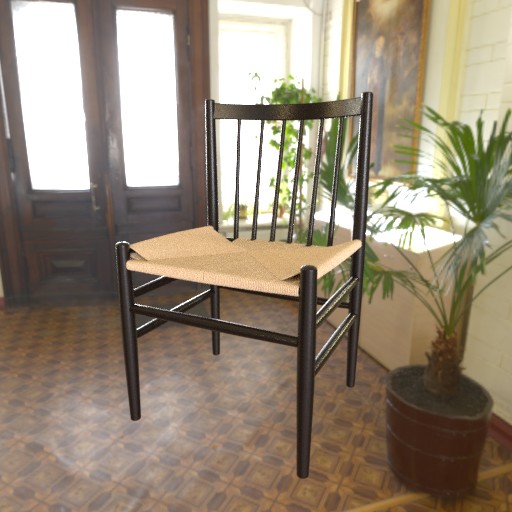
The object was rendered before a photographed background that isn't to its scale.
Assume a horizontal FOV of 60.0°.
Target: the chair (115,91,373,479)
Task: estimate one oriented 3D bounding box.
[{"bbox_3d":[0.000,0.000,1.158,0.495,0.818,0.516,7,16,25],"label":"chair"}]
